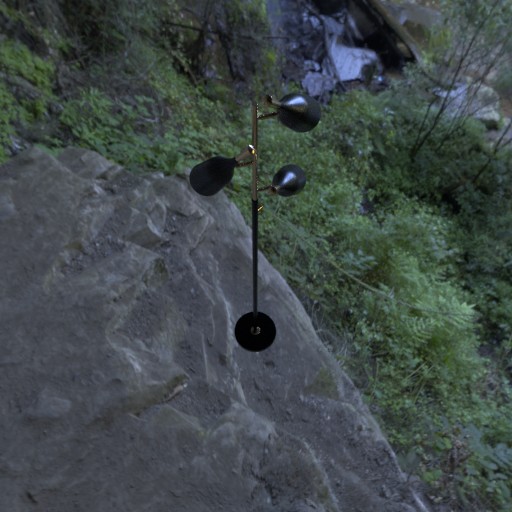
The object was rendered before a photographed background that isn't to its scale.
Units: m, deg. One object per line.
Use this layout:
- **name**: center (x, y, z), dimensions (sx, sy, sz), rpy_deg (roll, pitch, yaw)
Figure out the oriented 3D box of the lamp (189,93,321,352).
- **lamp**: center (0.000, 0.000, 1.919), dimensions (0.434, 1.778, 0.253), rpy_deg (-15, 60, -9)
